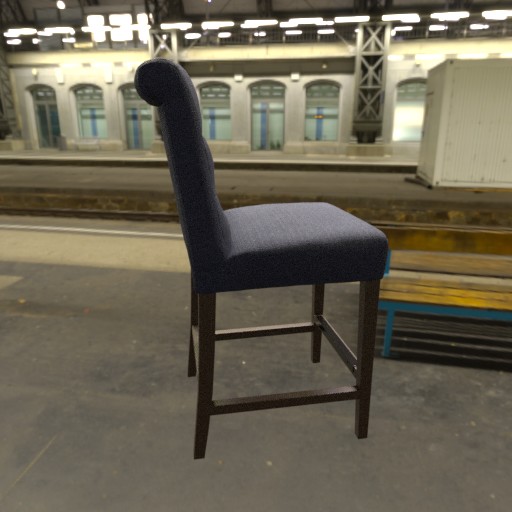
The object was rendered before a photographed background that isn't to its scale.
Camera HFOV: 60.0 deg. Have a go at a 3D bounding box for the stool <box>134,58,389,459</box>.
[{"bbox_3d":[0.000,0.000,1.301,0.601,1.010,0.493,-3,17,-10],"label":"stool"}]
